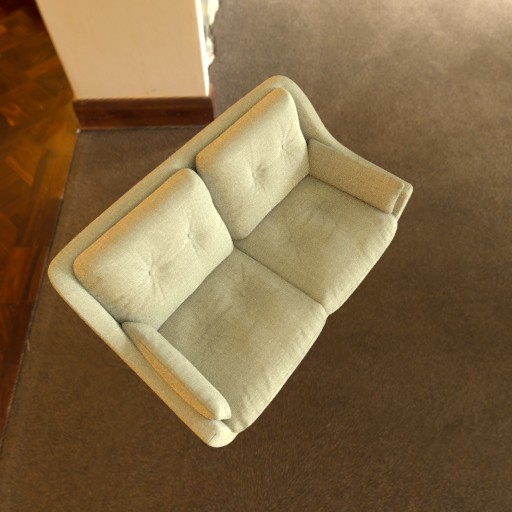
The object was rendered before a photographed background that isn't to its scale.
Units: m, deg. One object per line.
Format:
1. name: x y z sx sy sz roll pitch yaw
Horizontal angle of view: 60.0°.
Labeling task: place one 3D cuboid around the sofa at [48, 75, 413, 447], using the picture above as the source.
1. sofa: 0.000 0.000 2.253 0.965 0.888 1.652 34 64 19
